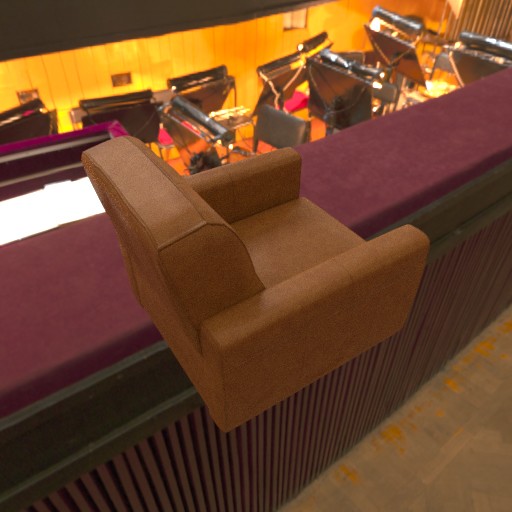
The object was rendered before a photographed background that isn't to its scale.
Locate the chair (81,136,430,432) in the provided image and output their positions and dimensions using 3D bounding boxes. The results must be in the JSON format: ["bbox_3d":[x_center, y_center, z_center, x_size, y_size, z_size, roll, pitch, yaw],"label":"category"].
[{"bbox_3d":[0.000,0.000,1.674,0.942,0.968,0.845,-24,46,-25],"label":"chair"}]
